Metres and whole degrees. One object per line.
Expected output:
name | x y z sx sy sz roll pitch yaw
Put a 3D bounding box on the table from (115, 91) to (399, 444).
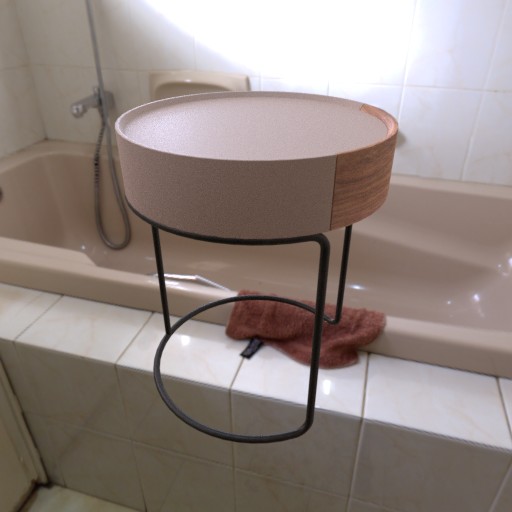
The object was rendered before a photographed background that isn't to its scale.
table | 0.000 0.000 0.859 0.450 0.530 0.450 0 31 0
